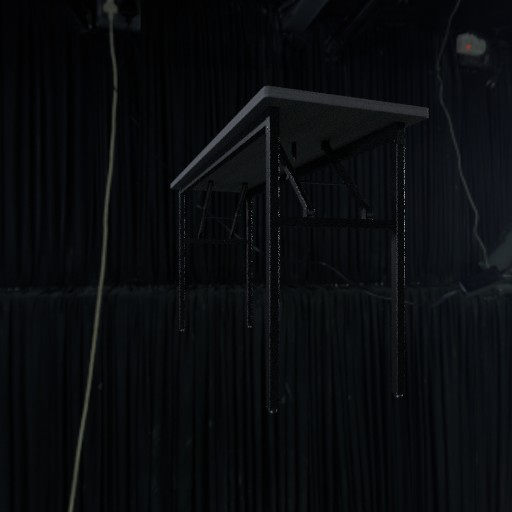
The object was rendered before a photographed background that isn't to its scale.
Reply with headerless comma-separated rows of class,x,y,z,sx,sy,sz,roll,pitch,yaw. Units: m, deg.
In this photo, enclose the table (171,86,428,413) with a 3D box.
table,0.000,0.000,1.714,0.449,0.750,1.399,0,0,-19
